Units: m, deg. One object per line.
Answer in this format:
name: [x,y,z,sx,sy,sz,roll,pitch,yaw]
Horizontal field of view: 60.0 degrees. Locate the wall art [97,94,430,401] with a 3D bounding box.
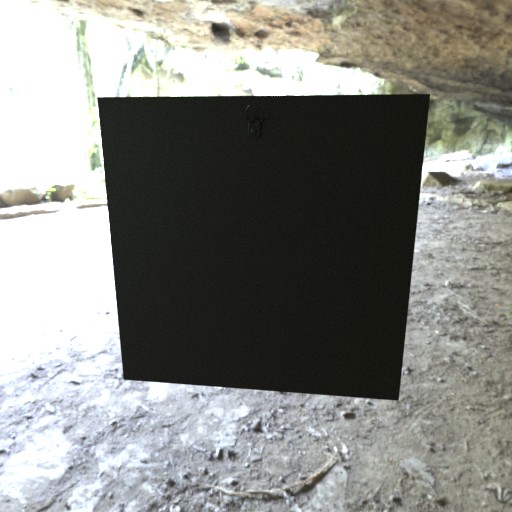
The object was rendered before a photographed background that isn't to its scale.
wall art: [0.000,0.000,0.513,0.349,0.349,0.038,2,16,7]
